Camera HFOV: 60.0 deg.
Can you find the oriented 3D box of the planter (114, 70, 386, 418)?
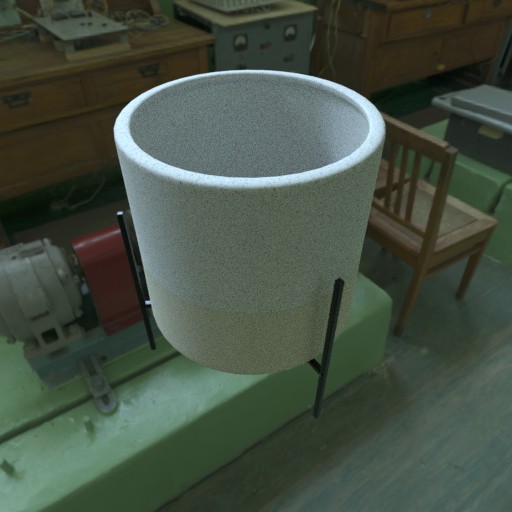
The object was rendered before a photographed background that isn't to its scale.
[{"bbox_3d":[0.000,0.000,0.647,0.313,0.423,0.335,-25,47,-26],"label":"planter"}]
